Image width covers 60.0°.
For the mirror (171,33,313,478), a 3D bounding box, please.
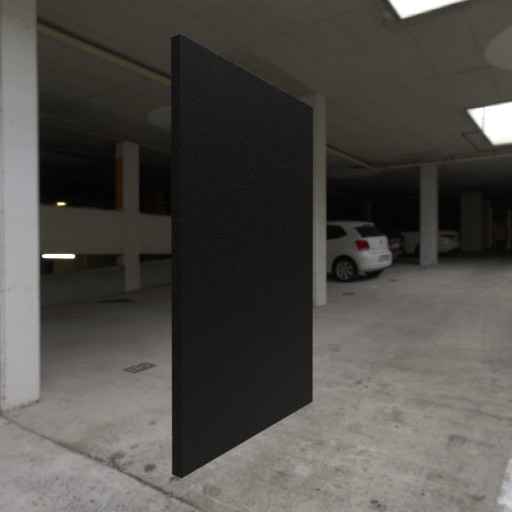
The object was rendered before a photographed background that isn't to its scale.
[{"bbox_3d":[0.000,0.000,1.536,0.038,1.219,0.762,0,1,35],"label":"mirror"}]
